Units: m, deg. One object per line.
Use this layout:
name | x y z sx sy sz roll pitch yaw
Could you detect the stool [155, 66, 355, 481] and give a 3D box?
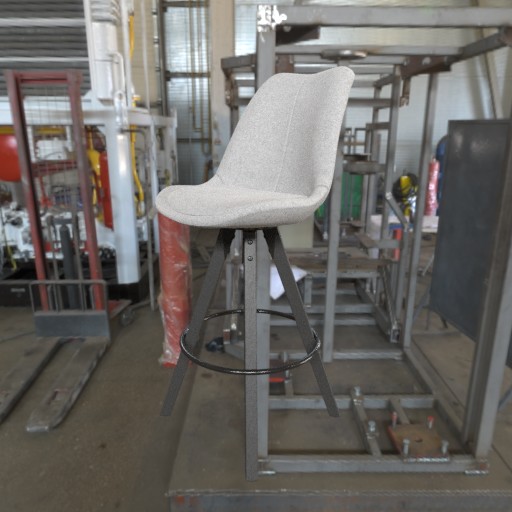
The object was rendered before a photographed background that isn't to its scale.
stool | 0.000 0.000 1.379 0.485 1.115 0.550 15 22 42
